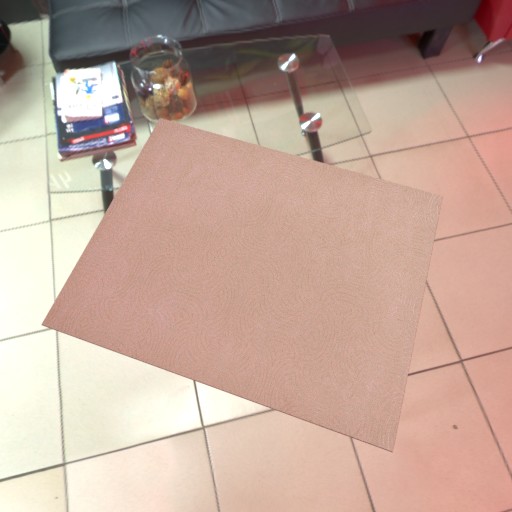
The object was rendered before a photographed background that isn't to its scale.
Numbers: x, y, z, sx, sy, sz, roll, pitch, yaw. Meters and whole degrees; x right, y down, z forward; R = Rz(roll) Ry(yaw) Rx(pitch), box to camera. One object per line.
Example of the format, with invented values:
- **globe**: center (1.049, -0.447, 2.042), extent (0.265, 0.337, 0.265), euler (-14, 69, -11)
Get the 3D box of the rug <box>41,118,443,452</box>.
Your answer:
- **rug**: center (0.000, 0.000, 3.457), extent (2.584, 0.011, 2.073), euler (17, 66, 8)
